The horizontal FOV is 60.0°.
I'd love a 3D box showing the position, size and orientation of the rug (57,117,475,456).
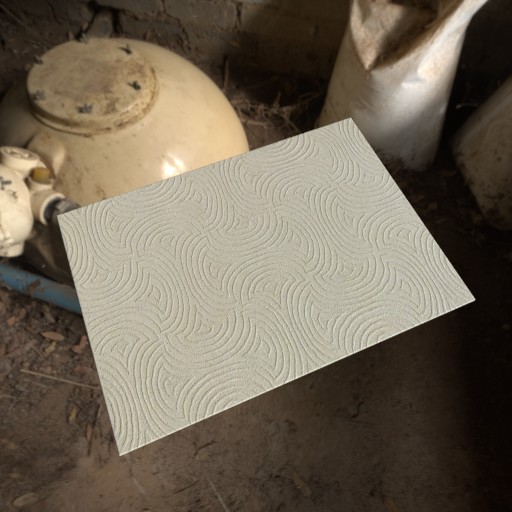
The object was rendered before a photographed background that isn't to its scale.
[{"bbox_3d":[0.000,0.000,2.713,2.132,0.015,1.526,-21,65,-10],"label":"rug"}]
